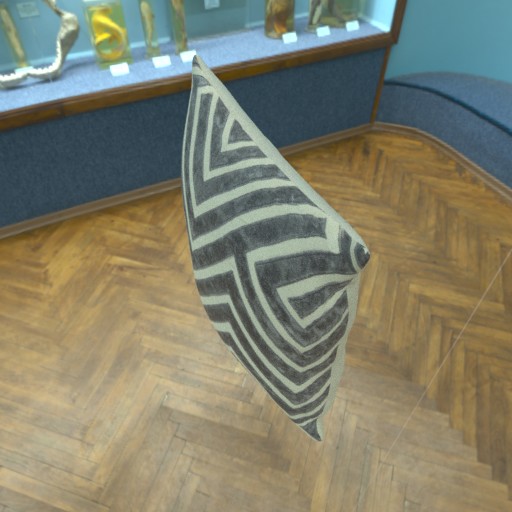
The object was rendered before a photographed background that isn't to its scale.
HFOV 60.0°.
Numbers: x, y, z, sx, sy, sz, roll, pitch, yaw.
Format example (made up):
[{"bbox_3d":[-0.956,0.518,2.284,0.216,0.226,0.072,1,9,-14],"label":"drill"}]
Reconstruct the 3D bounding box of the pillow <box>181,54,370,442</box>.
[{"bbox_3d":[0.000,0.000,0.662,0.182,0.441,0.440,-19,50,-17],"label":"pillow"}]
